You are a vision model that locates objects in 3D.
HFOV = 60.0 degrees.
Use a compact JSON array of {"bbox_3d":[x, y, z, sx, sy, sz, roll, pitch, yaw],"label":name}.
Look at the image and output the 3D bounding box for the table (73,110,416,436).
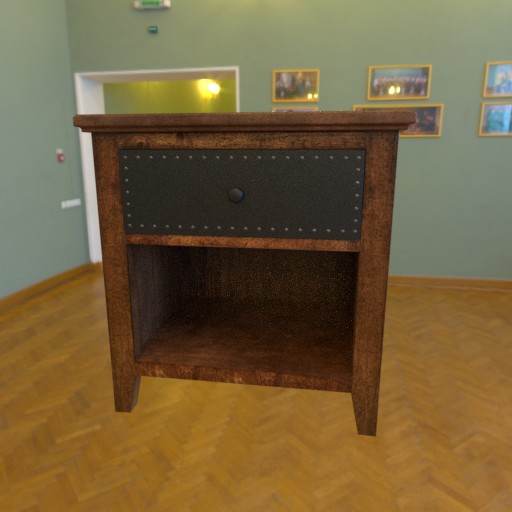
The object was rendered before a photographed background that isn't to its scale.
[{"bbox_3d":[0.000,0.000,1.025,0.586,0.597,0.461,2,13,9],"label":"table"}]
